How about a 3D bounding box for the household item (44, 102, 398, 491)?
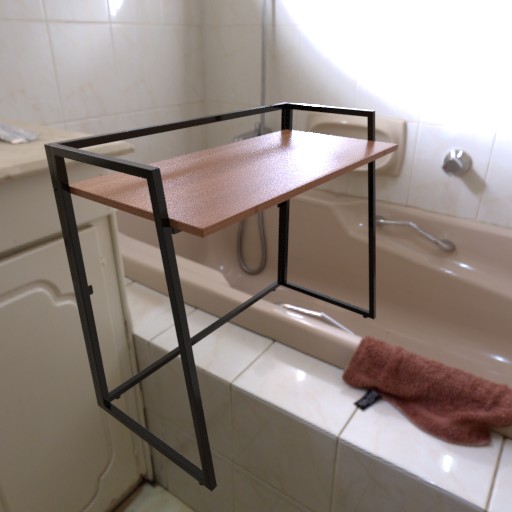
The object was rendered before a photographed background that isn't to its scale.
[{"bbox_3d":[0.000,0.000,1.507,0.510,0.860,1.050,19,31,33],"label":"household item"}]
